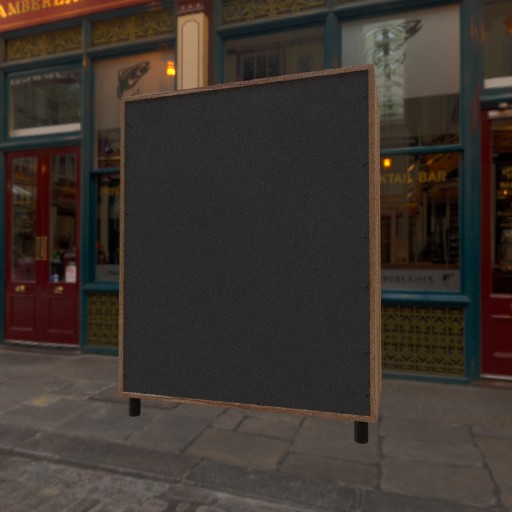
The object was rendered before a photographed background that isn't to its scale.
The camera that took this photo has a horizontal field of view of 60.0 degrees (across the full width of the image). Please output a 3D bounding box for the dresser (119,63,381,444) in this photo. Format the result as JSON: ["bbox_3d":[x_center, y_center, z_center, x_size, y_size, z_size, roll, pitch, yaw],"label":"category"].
[{"bbox_3d":[0.000,0.000,1.812,0.966,1.243,0.480,0,-2,18],"label":"dresser"}]
